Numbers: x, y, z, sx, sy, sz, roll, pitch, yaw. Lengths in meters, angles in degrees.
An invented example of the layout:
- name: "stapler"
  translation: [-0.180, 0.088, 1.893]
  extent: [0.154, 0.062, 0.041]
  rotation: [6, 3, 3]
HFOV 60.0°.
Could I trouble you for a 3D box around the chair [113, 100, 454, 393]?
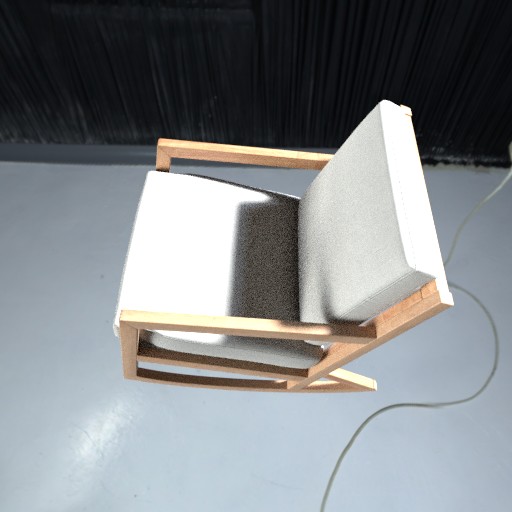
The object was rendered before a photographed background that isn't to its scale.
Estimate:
- name: "chair"
  translation: [0.000, 0.000, 1.380]
  extent: [0.857, 0.790, 0.622]
  rotation: [2, 58, 1]
